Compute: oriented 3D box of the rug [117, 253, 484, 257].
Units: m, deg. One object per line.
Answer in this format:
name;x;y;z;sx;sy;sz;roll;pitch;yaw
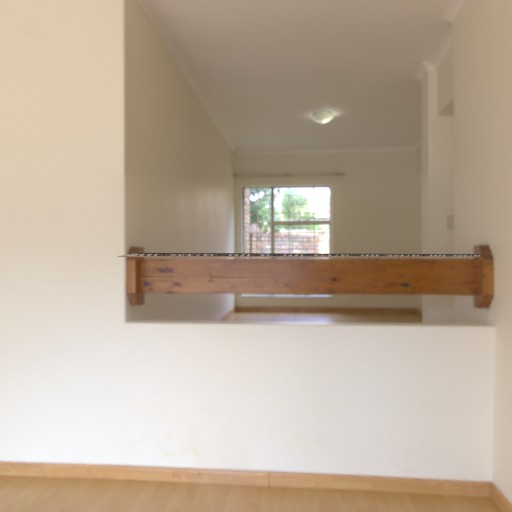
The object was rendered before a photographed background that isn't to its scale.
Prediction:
rug;0.000;0.000;4.005;2.306;0.017;2.902;0;0;-19
